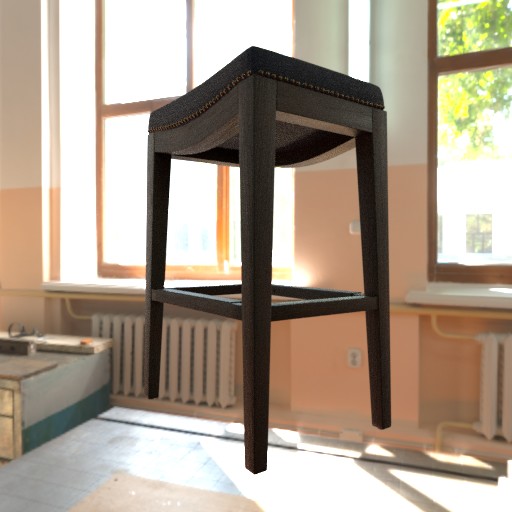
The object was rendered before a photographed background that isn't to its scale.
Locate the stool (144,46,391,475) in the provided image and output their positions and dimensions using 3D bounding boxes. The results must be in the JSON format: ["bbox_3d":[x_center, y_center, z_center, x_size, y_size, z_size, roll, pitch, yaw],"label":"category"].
[{"bbox_3d":[0.000,0.000,1.043,0.358,0.740,0.498,0,1,-35],"label":"stool"}]
